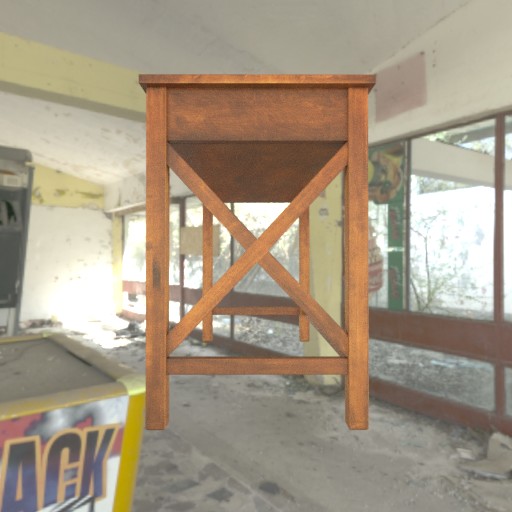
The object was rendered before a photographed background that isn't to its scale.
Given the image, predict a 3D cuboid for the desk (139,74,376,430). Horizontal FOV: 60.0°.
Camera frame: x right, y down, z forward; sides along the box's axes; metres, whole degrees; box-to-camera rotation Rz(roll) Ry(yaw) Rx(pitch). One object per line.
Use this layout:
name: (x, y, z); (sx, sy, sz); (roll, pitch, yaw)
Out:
desk: (0.000, 0.000, 1.496); (0.508, 0.762, 1.117); (0, 0, 0)
